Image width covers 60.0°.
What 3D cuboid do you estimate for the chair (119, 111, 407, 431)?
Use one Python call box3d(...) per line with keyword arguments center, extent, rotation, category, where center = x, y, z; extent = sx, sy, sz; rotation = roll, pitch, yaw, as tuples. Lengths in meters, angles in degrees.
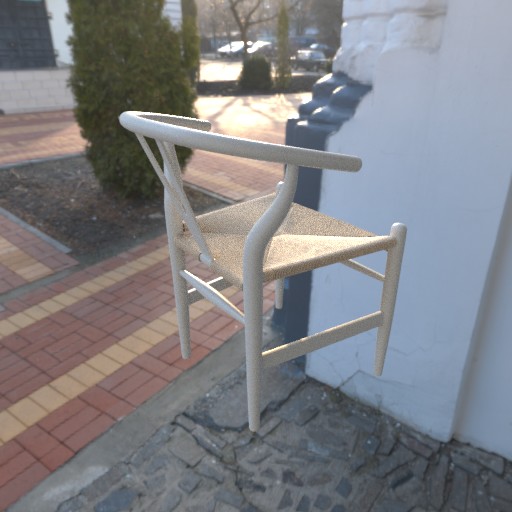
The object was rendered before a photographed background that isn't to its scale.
box3d(center=(0.000, 0.000, 1.135), extent=(0.579, 0.730, 0.569), rotation=(-18, 31, -33), category="chair")
